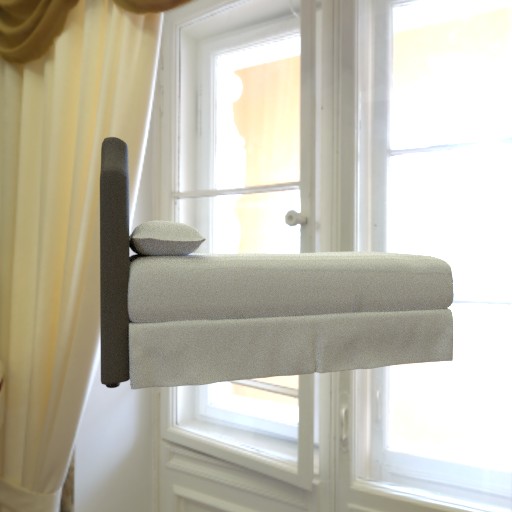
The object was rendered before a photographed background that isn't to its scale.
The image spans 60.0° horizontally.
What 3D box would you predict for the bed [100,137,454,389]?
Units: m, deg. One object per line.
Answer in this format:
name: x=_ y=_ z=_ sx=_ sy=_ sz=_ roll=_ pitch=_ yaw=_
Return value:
bed: x=0.000 y=0.000 z=3.944 sx=2.536 sy=1.561 sz=2.194 roll=0 pitch=1 yaw=-17
